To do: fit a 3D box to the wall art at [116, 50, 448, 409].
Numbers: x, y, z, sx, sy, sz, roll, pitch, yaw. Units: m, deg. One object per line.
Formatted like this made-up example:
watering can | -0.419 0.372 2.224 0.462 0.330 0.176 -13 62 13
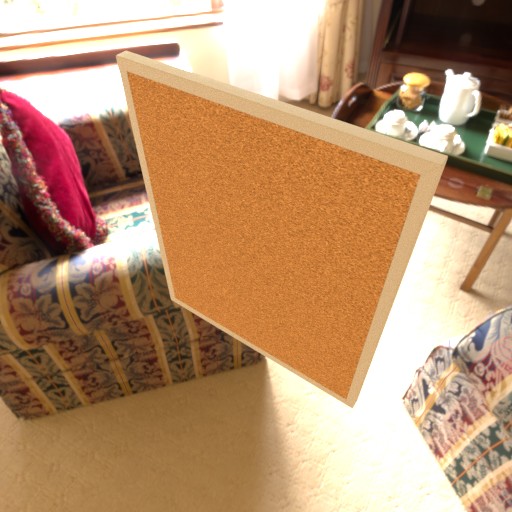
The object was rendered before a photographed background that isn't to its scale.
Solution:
wall art | 0.000 0.000 0.710 0.444 0.536 0.020 27 52 23
